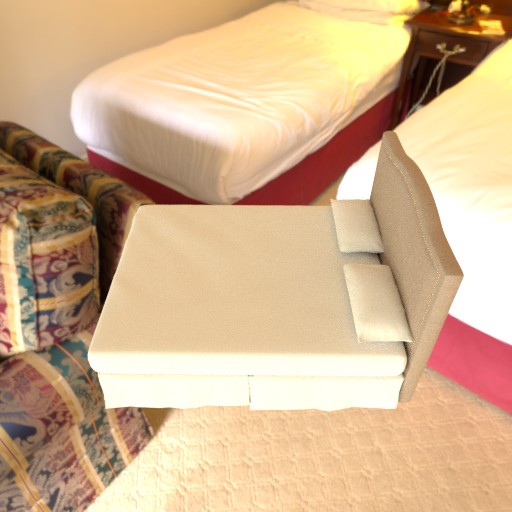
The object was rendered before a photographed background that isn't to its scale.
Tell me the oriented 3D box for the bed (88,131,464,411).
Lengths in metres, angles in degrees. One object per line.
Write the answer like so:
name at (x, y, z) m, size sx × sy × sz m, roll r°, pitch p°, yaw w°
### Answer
bed at (0.000, 0.000, 3.450) m, size 2.282 × 1.436 × 1.821 m, roll 0°, pitch 42°, yaw 1°
